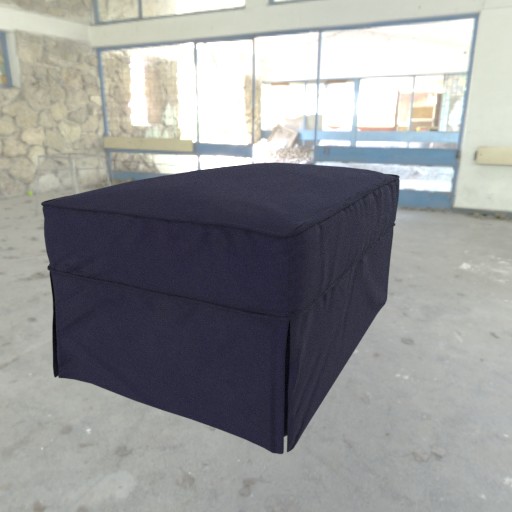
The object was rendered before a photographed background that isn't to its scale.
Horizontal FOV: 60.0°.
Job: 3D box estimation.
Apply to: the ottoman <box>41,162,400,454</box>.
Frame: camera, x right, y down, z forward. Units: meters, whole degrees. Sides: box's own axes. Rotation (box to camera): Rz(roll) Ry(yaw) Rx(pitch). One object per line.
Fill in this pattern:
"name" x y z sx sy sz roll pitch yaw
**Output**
"ottoman" 0.000 0.000 1.277 0.637 0.503 0.938 8 19 26
